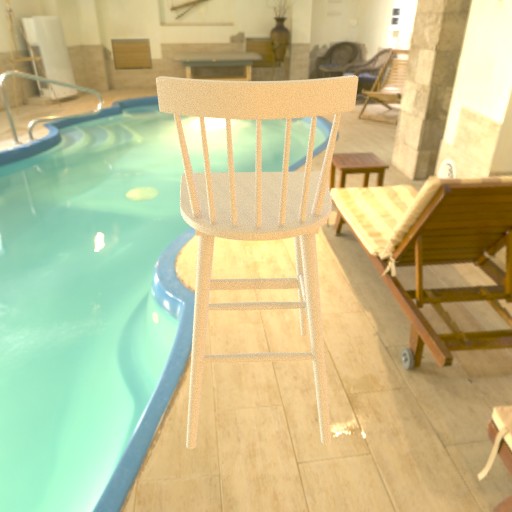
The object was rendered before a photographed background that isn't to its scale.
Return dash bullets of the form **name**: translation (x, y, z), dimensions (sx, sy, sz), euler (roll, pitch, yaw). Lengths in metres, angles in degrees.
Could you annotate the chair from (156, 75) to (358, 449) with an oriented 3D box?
- **chair**: translation (0.000, 0.000, 1.405), dimensions (0.483, 1.092, 0.572), euler (-1, 29, -2)
